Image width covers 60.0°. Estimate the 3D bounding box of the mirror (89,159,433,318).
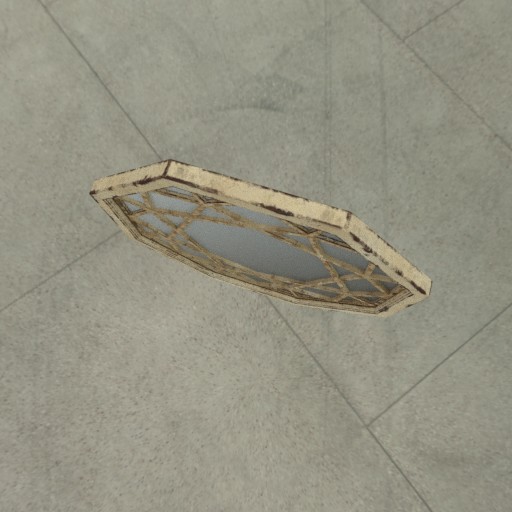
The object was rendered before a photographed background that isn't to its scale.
[{"bbox_3d":[0.000,0.000,0.936,0.648,0.648,0.031,17,75,5],"label":"mirror"}]
